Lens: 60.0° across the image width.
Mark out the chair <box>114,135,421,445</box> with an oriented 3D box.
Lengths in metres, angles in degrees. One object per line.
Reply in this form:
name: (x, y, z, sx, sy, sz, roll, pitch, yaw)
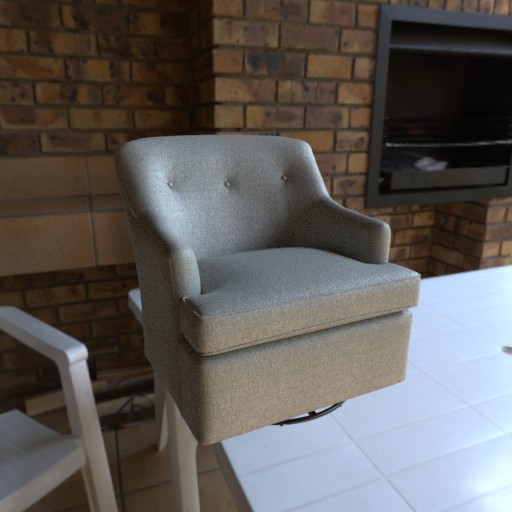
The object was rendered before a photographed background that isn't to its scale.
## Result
chair: (0.000, 0.000, 1.648, 0.864, 0.856, 0.923, -8, 18, -25)
